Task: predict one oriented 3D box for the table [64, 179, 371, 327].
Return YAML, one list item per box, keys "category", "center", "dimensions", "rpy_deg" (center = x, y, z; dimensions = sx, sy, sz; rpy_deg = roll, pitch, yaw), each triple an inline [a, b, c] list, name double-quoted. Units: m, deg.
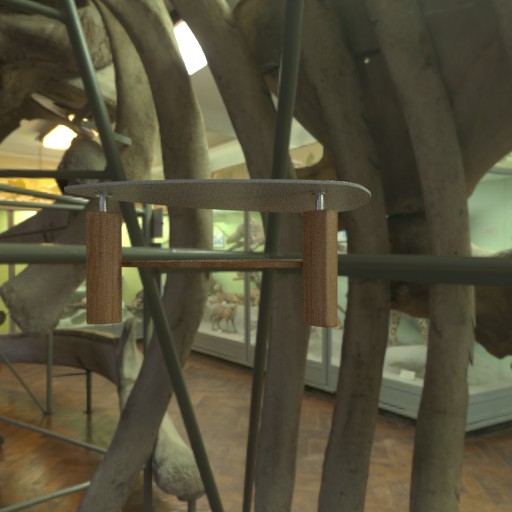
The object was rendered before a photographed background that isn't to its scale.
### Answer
- category: "table"
  center: [0.000, 0.000, 1.641]
  dimensions: [1.250, 0.440, 0.850]
  rpy_deg: [0, 0, -37]
